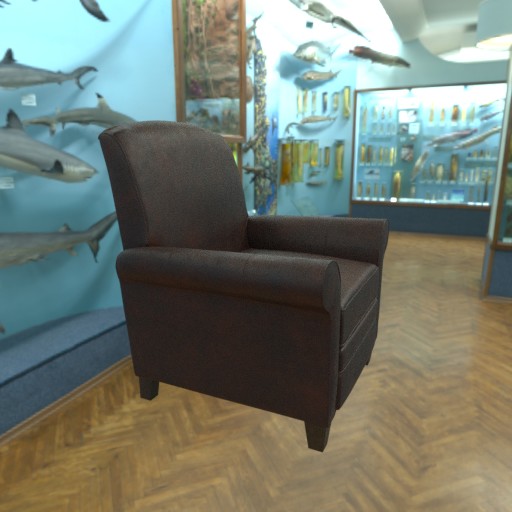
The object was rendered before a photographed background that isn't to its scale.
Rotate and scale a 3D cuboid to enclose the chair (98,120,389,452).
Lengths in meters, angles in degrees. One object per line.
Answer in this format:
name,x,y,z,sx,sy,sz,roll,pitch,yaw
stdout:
chair,0.000,0.000,1.783,0.902,1.061,0.978,7,15,25
